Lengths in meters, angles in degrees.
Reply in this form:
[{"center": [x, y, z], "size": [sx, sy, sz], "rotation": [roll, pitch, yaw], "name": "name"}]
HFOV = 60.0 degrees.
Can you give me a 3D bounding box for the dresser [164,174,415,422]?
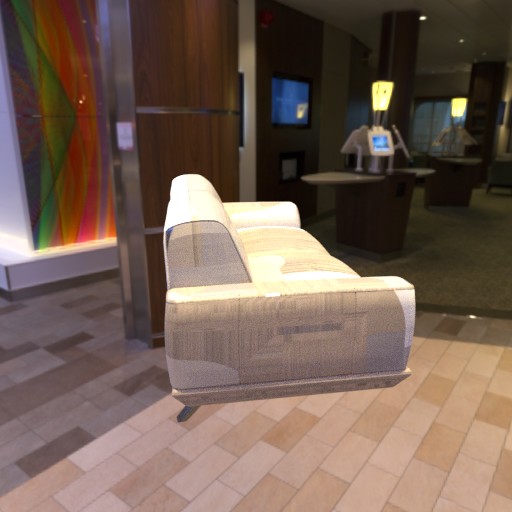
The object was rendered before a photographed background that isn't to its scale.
[{"center": [0.000, 0.000, 5.955], "size": [2.251, 1.863, 4.679], "rotation": [-3, 16, -9], "name": "dresser"}]
